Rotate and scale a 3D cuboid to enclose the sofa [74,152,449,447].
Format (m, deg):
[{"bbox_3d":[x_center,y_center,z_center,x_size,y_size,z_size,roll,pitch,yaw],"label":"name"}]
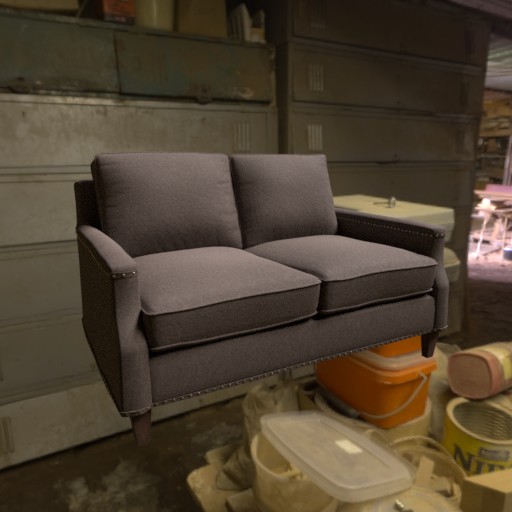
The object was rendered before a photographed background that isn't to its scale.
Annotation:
[{"bbox_3d":[0.000,0.000,2.189,1.597,1.003,1.084,-7,15,-28],"label":"sofa"}]
